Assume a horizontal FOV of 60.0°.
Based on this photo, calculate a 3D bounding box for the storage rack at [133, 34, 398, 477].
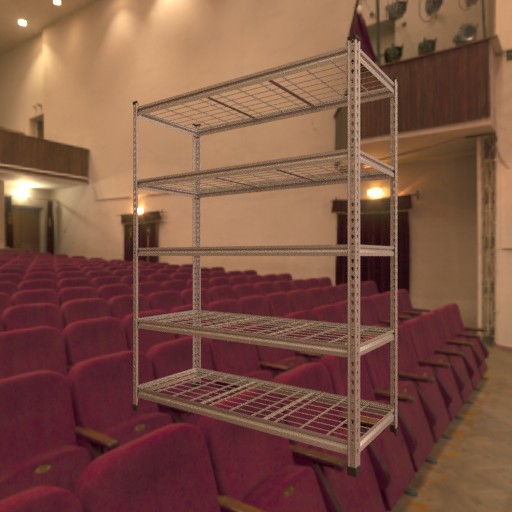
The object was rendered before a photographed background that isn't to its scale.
[{"bbox_3d":[0.000,0.000,2.665,1.524,1.981,0.610,0,0,35],"label":"storage rack"}]
